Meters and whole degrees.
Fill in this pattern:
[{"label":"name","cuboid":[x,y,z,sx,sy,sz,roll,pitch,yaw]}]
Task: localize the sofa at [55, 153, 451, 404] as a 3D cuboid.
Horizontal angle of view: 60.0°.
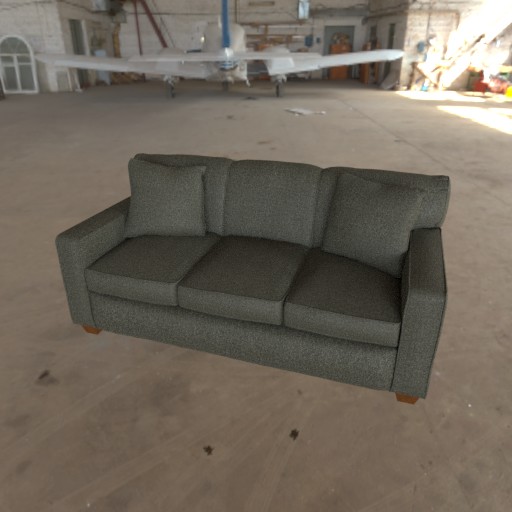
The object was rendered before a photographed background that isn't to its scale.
[{"label":"sofa","cuboid":[0.000,0.000,2.580,2.024,0.958,0.997,8,27,17]}]
